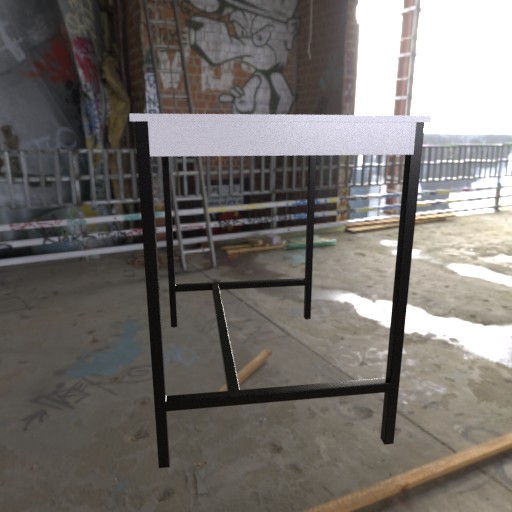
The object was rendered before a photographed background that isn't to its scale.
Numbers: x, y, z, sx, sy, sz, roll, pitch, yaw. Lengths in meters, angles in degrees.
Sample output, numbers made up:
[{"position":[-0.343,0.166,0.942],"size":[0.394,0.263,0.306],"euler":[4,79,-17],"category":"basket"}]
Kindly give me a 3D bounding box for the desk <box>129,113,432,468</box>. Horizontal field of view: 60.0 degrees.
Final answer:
[{"position":[0.000,0.000,1.311],"size":[0.573,0.766,0.811],"euler":[-2,16,-8],"category":"desk"}]
